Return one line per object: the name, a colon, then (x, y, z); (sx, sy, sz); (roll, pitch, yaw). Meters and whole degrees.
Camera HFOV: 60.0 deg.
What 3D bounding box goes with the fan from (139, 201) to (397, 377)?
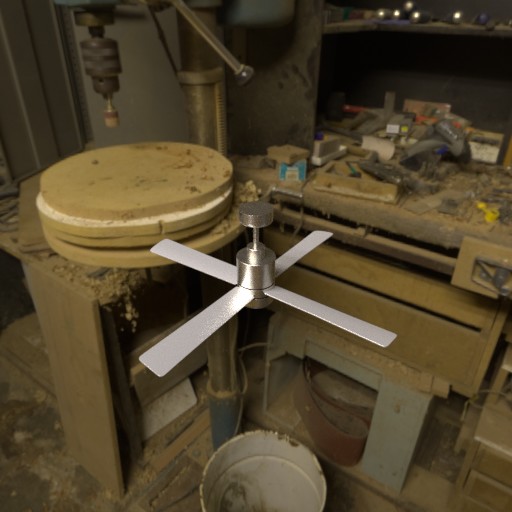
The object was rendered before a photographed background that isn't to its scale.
fan: (0.000, 0.000, 2.292); (1.525, 0.539, 1.525); (21, 36, 31)
